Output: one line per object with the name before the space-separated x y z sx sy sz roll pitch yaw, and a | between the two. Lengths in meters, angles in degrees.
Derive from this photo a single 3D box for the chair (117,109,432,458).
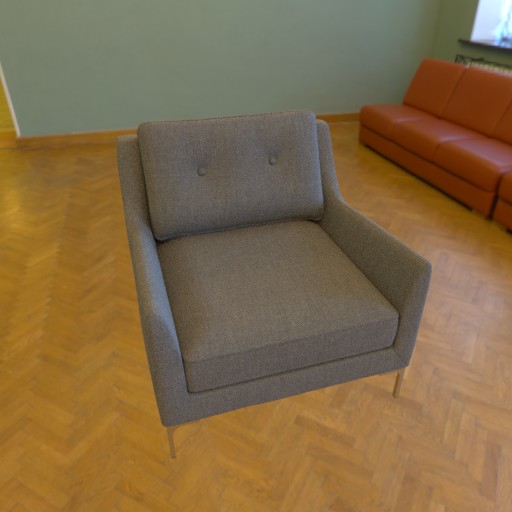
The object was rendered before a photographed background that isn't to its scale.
chair | 0.000 0.000 1.564 0.847 0.828 0.849 -9 33 -15
